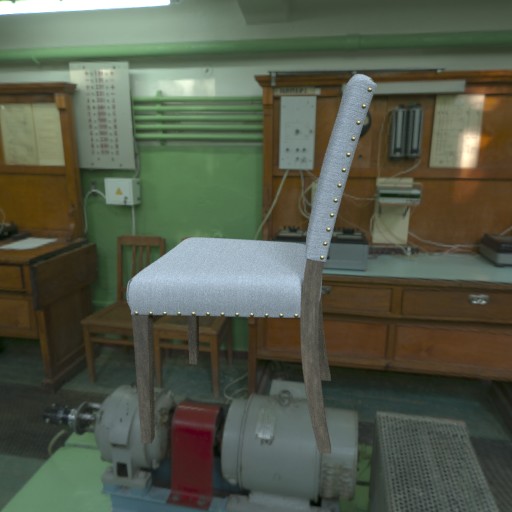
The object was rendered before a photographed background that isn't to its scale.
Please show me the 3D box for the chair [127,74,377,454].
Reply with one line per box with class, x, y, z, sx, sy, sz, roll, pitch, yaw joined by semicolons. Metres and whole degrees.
chair;0.000;0.000;1.347;0.620;1.020;0.508;2;15;9
